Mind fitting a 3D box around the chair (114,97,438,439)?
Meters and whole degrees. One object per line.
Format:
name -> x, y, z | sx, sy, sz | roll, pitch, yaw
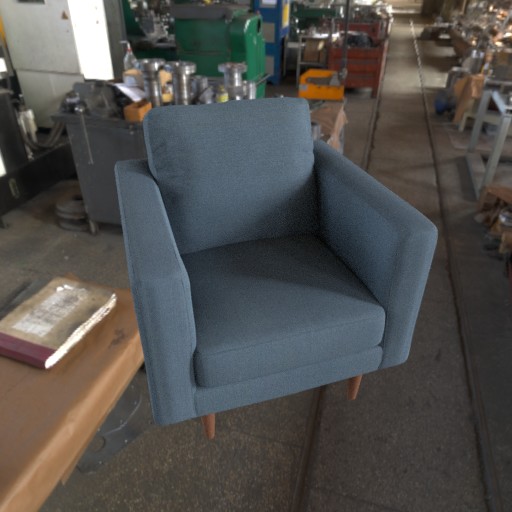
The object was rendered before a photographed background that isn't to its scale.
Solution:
chair -> 0.000, 0.000, 1.543 | 0.855, 0.922, 0.820 | -10, 34, -15
